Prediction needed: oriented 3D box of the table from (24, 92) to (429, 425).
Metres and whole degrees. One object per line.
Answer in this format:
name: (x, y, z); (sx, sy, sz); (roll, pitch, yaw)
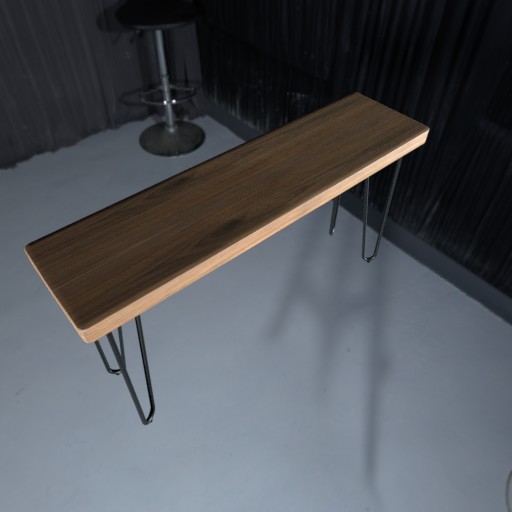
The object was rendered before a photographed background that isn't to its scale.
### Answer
table: (0.000, 0.000, 1.930); (1.570, 0.834, 0.425); (-32, 55, -26)
